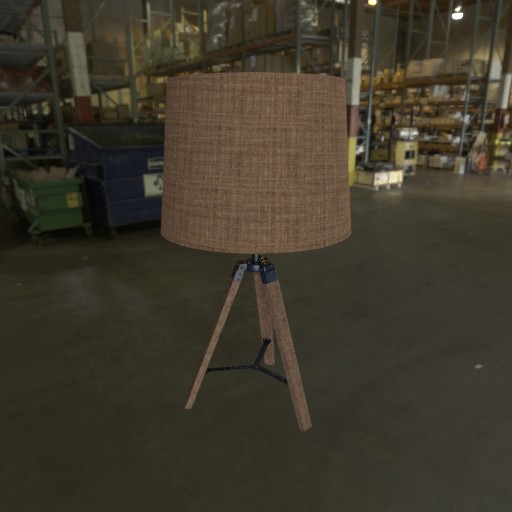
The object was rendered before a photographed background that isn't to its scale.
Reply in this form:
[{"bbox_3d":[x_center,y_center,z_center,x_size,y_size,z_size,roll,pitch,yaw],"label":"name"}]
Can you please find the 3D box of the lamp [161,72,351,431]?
[{"bbox_3d":[0.000,0.000,0.699,0.290,0.514,0.290,0,17,0],"label":"lamp"}]
